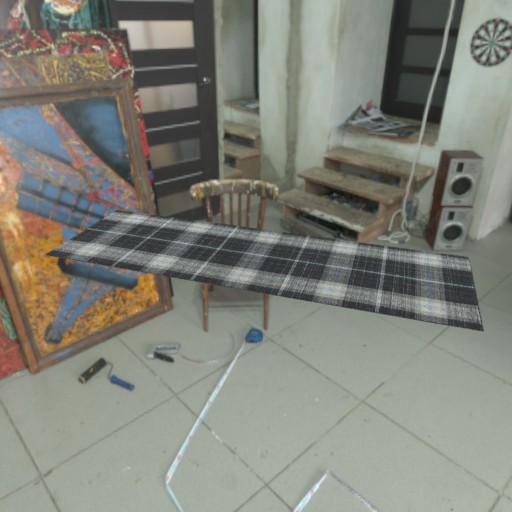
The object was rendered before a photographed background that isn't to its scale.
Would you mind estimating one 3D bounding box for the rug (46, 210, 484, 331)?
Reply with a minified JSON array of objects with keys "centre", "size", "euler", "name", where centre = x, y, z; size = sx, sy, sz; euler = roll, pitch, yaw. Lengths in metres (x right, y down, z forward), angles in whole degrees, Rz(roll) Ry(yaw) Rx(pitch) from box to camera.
[{"centre":[0.000,0.000,2.663],"size":[2.434,0.012,0.760],"euler":[9,29,16],"name":"rug"}]
